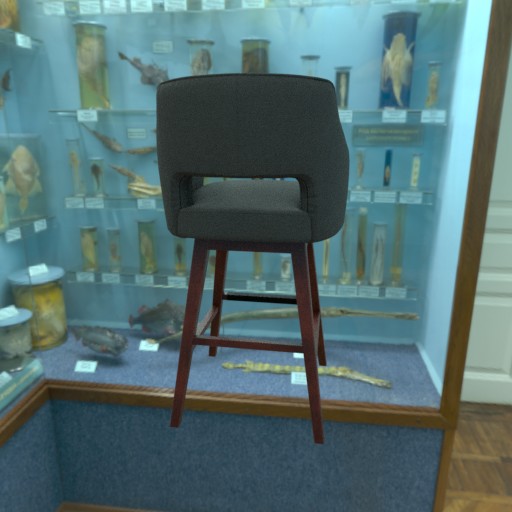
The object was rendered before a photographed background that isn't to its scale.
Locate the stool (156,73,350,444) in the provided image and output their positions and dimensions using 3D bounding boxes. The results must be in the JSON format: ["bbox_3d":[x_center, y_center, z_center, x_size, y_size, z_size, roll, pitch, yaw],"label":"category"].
[{"bbox_3d":[0.000,0.000,1.393,0.548,1.012,0.558,3,16,9],"label":"stool"}]
